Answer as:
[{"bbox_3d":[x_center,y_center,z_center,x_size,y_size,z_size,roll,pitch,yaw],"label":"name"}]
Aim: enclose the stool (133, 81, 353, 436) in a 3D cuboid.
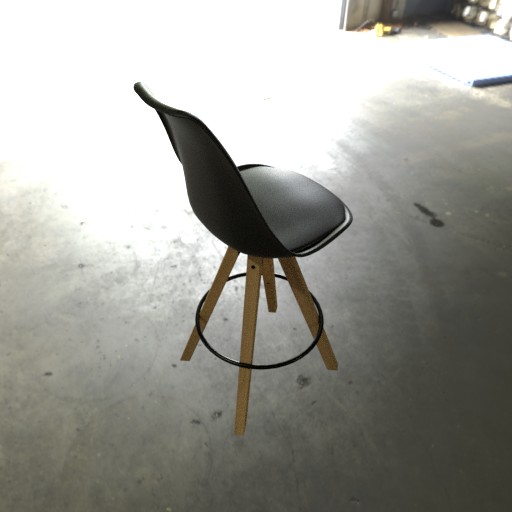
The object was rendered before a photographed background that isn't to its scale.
[{"bbox_3d":[0.000,0.000,1.387,0.550,1.115,0.485,-25,46,-27],"label":"stool"}]
